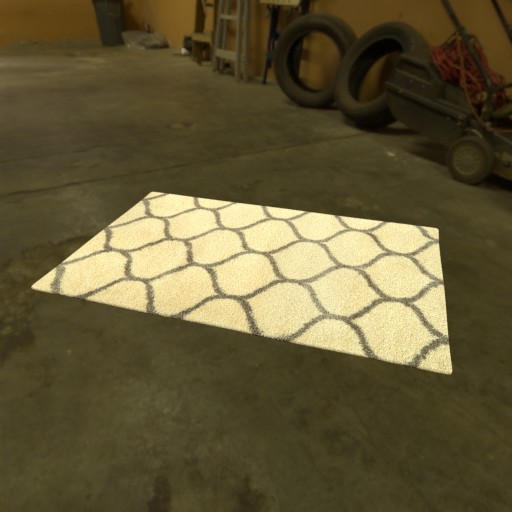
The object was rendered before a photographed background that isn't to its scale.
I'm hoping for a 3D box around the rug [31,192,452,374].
[{"bbox_3d":[0.000,0.000,2.945,2.348,0.024,1.501,9,32,14],"label":"rug"}]
